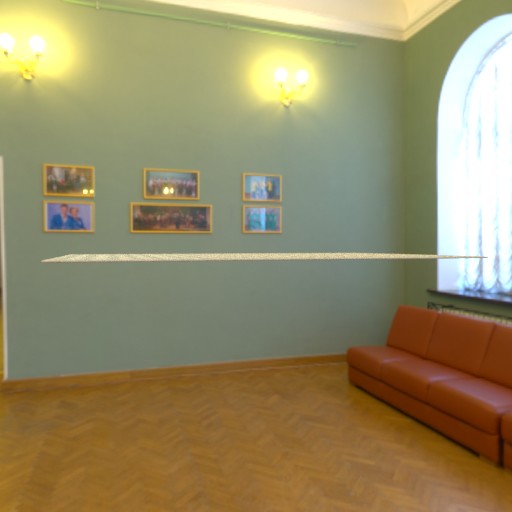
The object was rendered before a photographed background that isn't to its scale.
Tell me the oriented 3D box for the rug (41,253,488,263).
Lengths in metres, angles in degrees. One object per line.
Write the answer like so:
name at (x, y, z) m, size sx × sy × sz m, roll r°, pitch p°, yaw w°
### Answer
rug at (0.000, 0.000, 2.986) m, size 2.435 × 0.011 × 1.517 m, roll 0°, pitch 1°, yaw -19°
